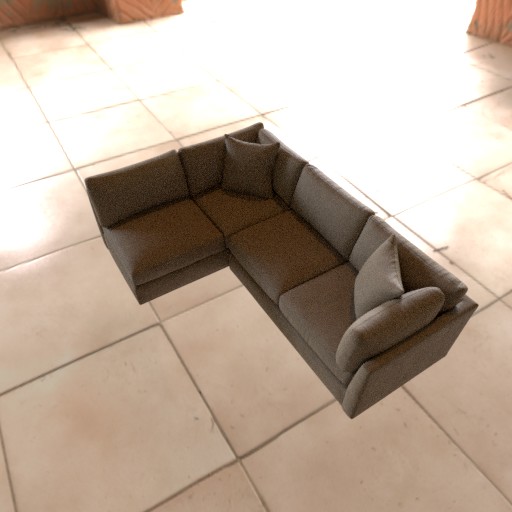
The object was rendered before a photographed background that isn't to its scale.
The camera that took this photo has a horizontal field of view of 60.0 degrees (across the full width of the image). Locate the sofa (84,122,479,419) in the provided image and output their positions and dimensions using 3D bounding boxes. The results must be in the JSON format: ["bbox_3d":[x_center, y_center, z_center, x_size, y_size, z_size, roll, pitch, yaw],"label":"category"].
[{"bbox_3d":[0.000,0.000,3.820,1.994,0.978,2.896,-24,50,-22],"label":"sofa"}]
